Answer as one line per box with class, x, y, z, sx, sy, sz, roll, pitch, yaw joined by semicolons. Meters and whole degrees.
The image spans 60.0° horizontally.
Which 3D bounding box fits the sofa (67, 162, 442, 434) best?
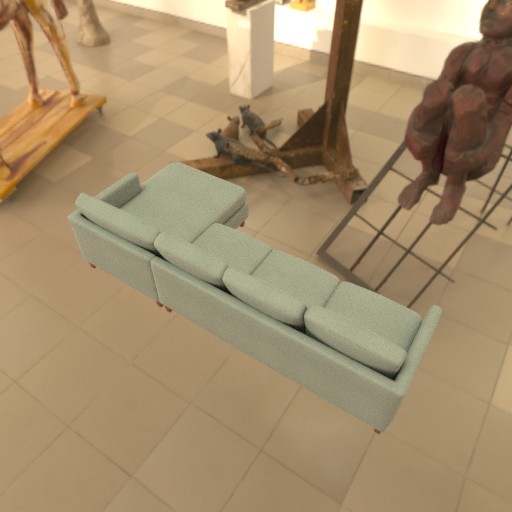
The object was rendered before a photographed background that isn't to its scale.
sofa;0.000;0.000;4.326;3.471;0.950;1.604;25;51;23
